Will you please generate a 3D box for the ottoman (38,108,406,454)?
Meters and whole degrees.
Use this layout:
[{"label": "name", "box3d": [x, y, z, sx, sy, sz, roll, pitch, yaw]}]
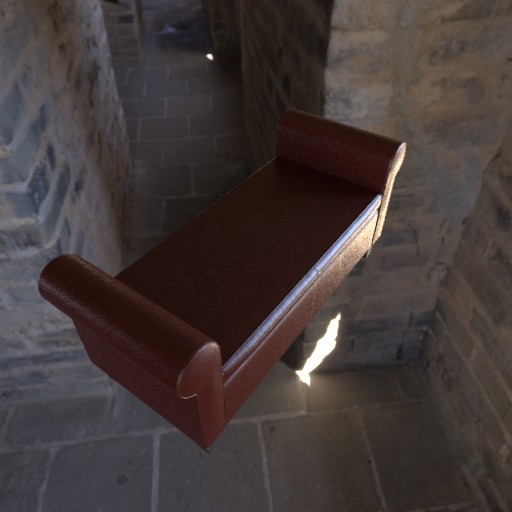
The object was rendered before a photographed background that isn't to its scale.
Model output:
[{"label": "ottoman", "box3d": [0.000, 0.000, 1.569, 0.521, 0.547, 1.256, 26, 49, 26]}]
